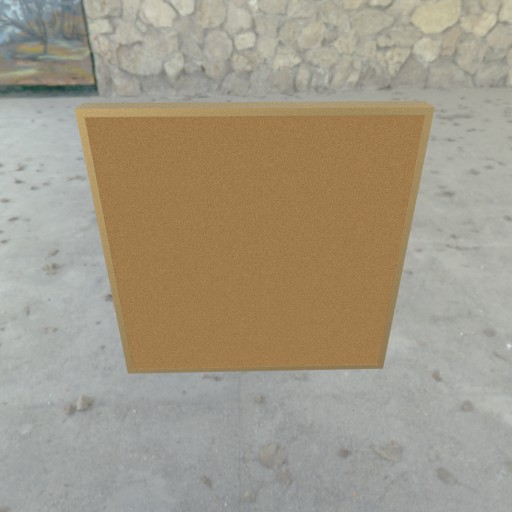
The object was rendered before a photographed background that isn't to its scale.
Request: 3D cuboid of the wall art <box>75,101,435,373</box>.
[{"bbox_3d":[0.000,0.000,0.772,0.509,0.509,0.040,-1,30,-1],"label":"wall art"}]
